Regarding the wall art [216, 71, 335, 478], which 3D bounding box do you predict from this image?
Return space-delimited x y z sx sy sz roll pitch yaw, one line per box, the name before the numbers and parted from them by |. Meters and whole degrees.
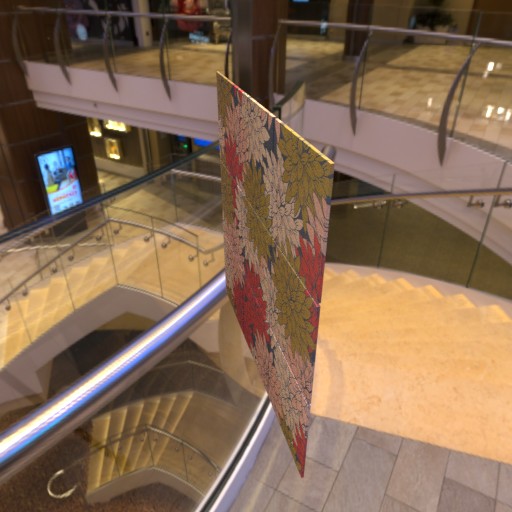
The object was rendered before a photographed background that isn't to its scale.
wall art | 0.000 0.000 2.279 0.013 1.534 1.519 -9 33 -14
